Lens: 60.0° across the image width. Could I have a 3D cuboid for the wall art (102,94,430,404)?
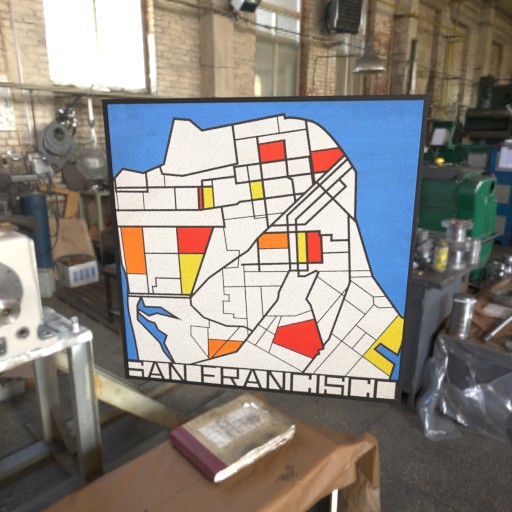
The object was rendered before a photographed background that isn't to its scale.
[{"bbox_3d":[0.000,0.000,0.978,0.664,0.663,0.015,3,15,9],"label":"wall art"}]
